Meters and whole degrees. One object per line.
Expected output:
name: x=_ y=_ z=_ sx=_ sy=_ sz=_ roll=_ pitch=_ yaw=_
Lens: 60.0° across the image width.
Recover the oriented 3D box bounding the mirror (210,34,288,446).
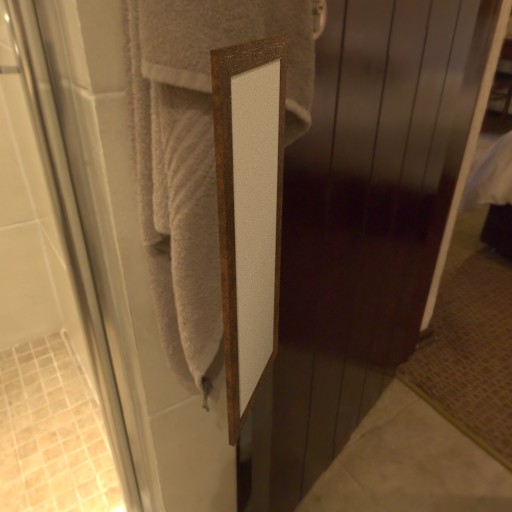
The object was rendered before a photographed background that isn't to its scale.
mirror: x=0.000 y=0.000 z=2.317 sx=0.032 sy=2.031 sz=0.812 roll=10 pitch=32 yaw=17
